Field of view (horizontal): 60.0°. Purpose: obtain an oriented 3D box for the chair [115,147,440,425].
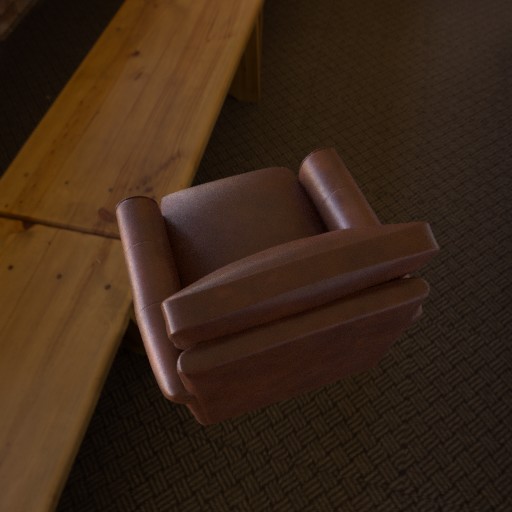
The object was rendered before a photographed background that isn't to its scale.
[{"bbox_3d":[0.000,0.000,1.778,0.989,0.972,0.992,-16,60,-10],"label":"chair"}]
